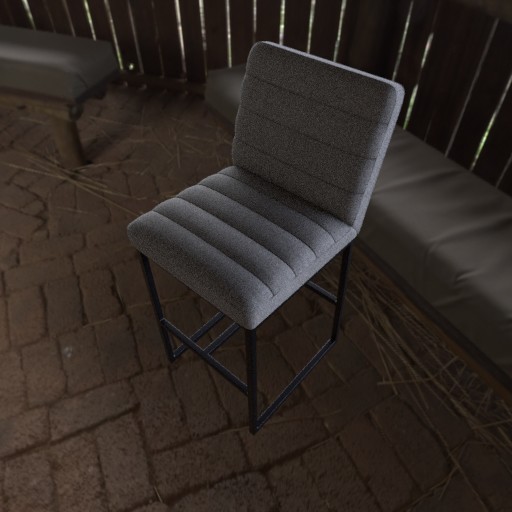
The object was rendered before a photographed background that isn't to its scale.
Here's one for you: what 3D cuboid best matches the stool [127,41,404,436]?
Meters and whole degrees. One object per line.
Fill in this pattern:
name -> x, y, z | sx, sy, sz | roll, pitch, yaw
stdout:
stool -> 0.000, 0.000, 1.354 | 0.459, 1.034, 0.571 | 32, 54, 27
